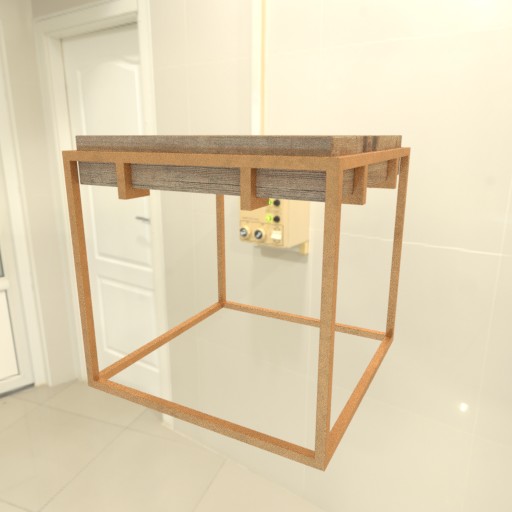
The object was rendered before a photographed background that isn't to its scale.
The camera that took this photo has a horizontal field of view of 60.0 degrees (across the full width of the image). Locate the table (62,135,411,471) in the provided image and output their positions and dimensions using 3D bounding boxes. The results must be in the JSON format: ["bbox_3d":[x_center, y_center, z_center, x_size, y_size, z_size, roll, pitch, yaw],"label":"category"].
[{"bbox_3d":[0.000,0.000,1.112,0.599,0.584,0.599,8,17,27],"label":"table"}]
